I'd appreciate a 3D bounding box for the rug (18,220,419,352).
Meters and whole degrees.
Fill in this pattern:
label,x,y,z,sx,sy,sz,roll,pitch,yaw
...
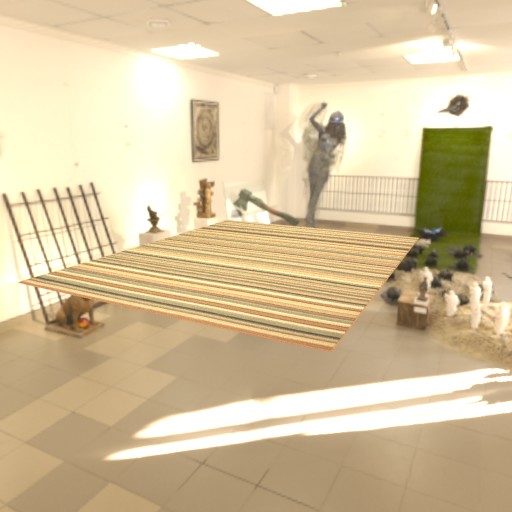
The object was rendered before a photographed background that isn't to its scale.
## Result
label,x,y,z,sx,sy,sz,roll,pitch,yaw
rug,0.000,0.000,4.071,2.436,0.011,3.045,7,16,26
